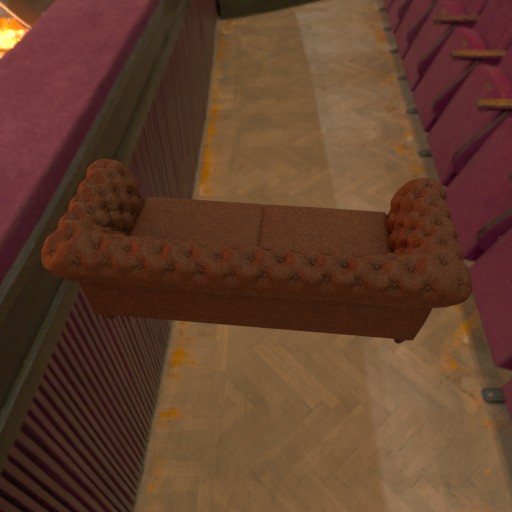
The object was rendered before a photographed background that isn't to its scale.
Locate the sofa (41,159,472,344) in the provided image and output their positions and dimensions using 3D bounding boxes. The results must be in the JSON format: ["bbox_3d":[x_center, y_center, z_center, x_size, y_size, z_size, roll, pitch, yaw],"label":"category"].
[{"bbox_3d":[0.000,0.000,2.864,2.385,0.783,0.944,4,47,4],"label":"sofa"}]
